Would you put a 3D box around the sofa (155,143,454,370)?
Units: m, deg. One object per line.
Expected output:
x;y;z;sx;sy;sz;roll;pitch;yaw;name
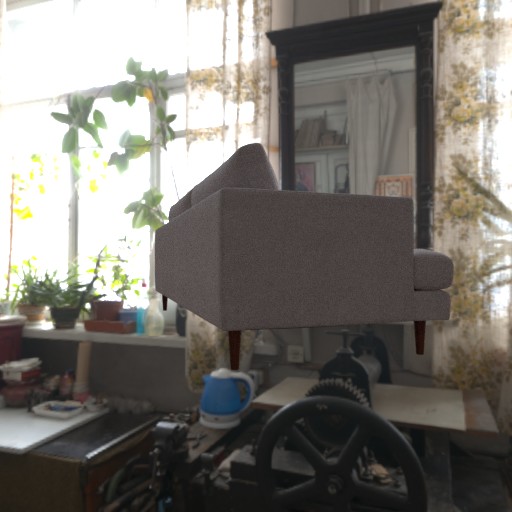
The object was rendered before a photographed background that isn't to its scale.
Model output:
0.000;0.000;2.770;1.020;0.868;2.250;0;-1;-19;sofa
